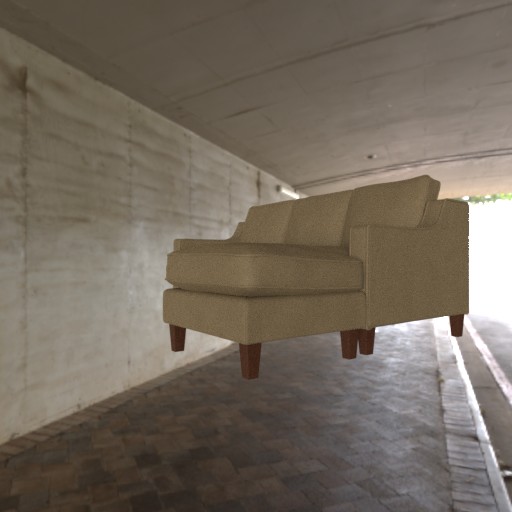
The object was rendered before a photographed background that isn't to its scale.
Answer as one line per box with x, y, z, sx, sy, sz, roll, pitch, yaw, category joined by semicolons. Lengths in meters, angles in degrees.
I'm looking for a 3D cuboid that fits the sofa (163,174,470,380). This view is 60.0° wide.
0.000;0.000;3.280;1.858;1.066;2.317;0;0;-36;sofa
